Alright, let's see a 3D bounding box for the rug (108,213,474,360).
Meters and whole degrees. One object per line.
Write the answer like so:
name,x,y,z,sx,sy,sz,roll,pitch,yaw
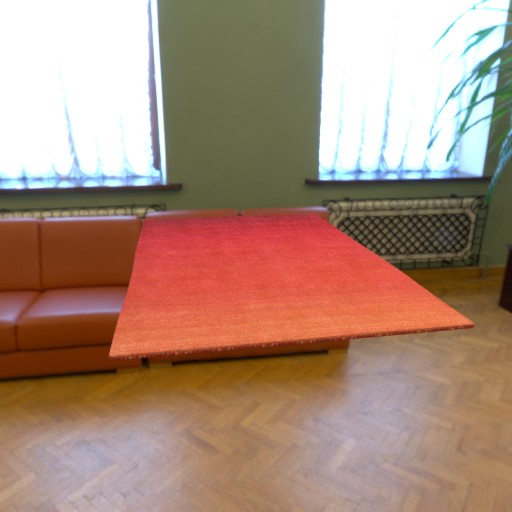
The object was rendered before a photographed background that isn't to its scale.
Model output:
rug,0.000,0.000,2.282,1.230,0.018,1.835,-3,18,-10
